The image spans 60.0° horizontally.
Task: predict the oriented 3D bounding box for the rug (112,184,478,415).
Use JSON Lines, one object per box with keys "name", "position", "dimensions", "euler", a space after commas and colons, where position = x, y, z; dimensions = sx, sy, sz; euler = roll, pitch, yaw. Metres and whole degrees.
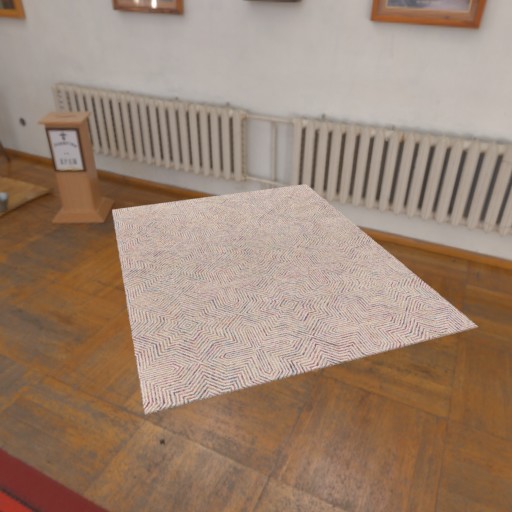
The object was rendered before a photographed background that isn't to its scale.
{"name": "rug", "position": [0.000, 0.000, 4.184], "dimensions": [2.442, 0.008, 3.046], "euler": [-10, 32, -16]}
